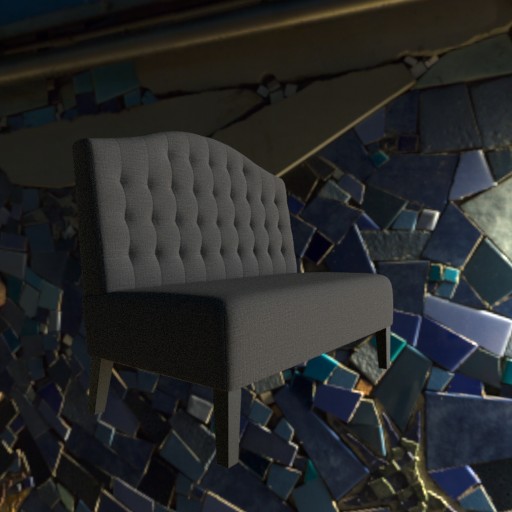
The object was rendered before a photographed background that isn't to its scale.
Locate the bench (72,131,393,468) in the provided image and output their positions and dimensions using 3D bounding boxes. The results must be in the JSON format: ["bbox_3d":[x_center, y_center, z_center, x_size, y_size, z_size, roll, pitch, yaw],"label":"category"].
[{"bbox_3d":[0.000,0.000,2.005,0.815,1.180,1.335,1,2,37],"label":"bench"}]
